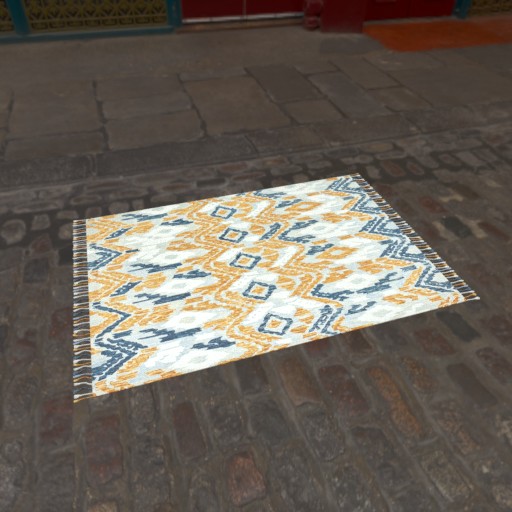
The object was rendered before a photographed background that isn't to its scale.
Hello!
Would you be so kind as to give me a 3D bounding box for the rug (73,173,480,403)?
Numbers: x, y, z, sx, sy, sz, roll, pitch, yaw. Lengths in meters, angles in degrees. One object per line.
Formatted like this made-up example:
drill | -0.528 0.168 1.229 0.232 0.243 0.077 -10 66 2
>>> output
rug | 0.000 0.000 2.317 1.827 0.008 1.230 -12 42 -13
